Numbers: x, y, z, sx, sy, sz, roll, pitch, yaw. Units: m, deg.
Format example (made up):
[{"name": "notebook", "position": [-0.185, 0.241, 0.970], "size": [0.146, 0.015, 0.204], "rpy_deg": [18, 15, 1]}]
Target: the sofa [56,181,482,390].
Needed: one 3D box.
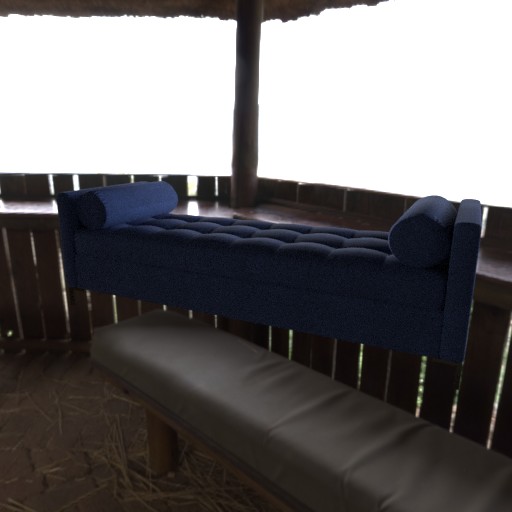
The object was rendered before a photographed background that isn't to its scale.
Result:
[{"name": "sofa", "position": [0.000, 0.000, 2.242], "size": [1.981, 0.635, 0.686], "rpy_deg": [7, 17, 25]}]
